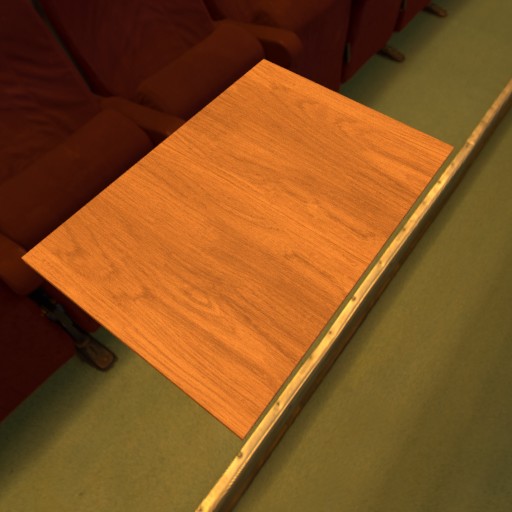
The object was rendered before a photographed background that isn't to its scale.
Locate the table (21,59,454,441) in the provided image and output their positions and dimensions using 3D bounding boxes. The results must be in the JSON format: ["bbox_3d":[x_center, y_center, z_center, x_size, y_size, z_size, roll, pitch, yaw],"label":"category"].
[{"bbox_3d":[0.000,0.000,1.874,0.900,0.770,1.300,33,64,19],"label":"table"}]
